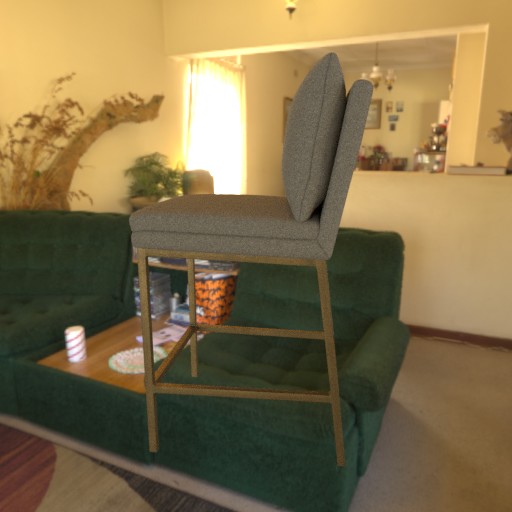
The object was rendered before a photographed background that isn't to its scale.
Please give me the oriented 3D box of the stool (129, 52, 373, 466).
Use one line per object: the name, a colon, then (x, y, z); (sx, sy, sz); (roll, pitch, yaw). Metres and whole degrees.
stool: (0.000, 0.000, 1.290); (0.569, 1.030, 0.463); (2, 13, 8)
